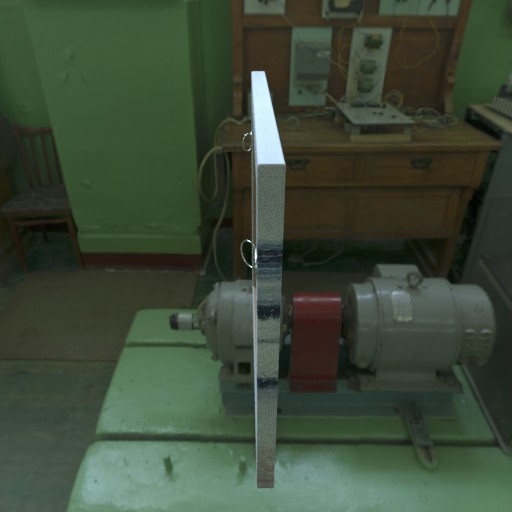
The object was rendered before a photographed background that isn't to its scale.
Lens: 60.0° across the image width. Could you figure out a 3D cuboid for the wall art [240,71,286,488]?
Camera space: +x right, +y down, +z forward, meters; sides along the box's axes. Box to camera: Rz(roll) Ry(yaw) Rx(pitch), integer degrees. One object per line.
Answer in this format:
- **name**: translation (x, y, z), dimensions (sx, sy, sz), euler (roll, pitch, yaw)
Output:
- **wall art**: translation (0.000, 0.000, 1.108), dimensions (0.065, 0.747, 0.755), euler (-1, 31, -1)
